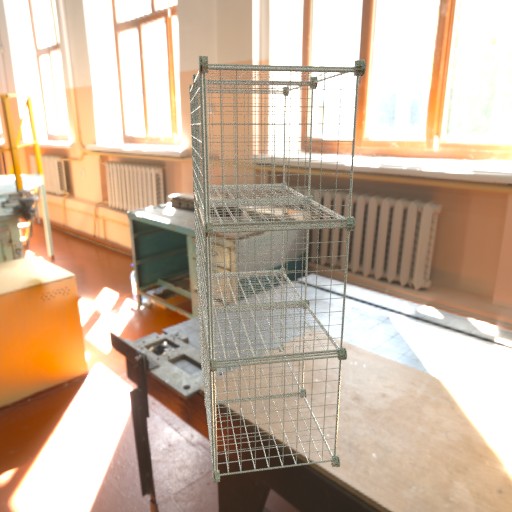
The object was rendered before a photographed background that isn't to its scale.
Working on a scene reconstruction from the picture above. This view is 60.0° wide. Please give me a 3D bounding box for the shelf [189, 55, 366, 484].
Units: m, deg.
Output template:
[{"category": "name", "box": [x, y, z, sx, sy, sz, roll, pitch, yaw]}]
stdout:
[{"category": "shelf", "box": [0.000, 0.000, 1.405, 0.356, 1.067, 0.711, -3, 17, -9]}]
